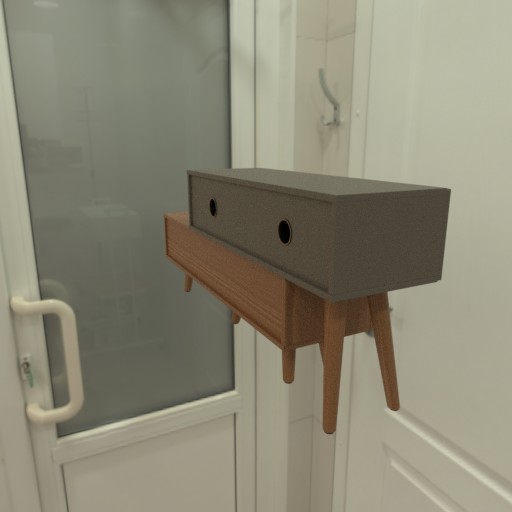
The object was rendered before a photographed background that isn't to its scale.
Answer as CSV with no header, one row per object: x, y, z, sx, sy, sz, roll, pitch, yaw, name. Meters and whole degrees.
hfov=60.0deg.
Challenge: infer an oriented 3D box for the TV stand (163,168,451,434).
0.000,0.000,1.593,0.329,0.591,1.336,-7,16,-26,TV stand
